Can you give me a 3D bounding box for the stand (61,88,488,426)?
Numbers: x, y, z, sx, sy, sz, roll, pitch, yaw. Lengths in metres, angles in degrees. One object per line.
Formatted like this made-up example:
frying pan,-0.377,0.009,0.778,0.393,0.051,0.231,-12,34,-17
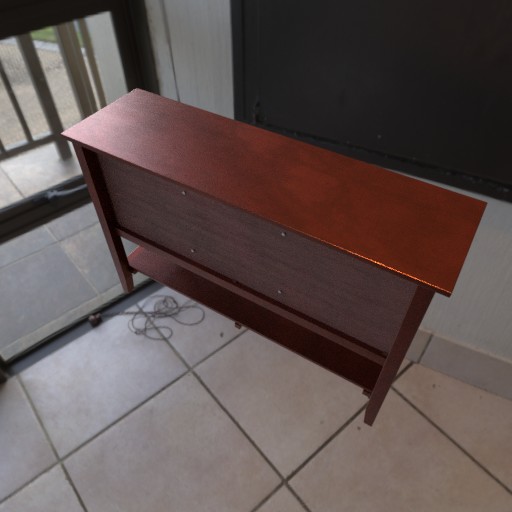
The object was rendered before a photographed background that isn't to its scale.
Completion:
stand,0.000,0.000,1.751,1.362,0.872,0.410,24,52,21
